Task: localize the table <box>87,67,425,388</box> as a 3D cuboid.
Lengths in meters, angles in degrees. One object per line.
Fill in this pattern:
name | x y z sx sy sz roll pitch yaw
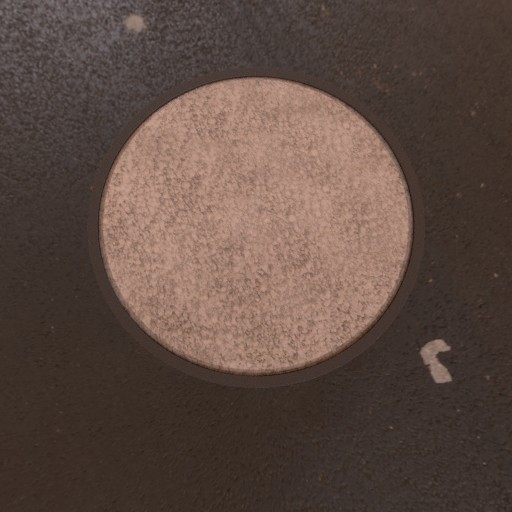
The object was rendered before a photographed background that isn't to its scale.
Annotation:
table | 0.000 0.000 0.860 0.470 0.498 0.470 0 76 0
